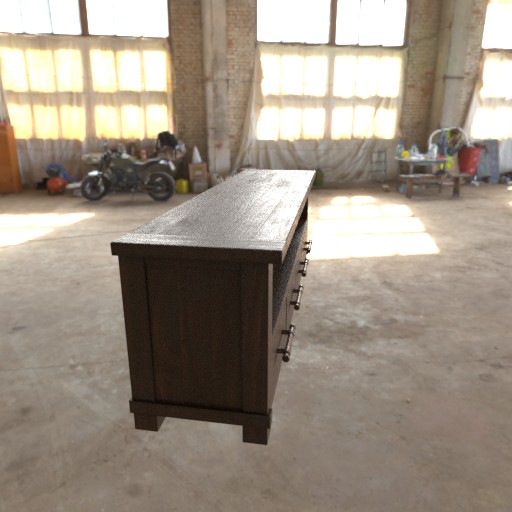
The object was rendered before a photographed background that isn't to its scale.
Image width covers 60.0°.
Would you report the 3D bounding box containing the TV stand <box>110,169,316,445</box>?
[{"bbox_3d":[0.000,0.000,2.107,0.471,0.615,1.866,3,17,9],"label":"TV stand"}]
